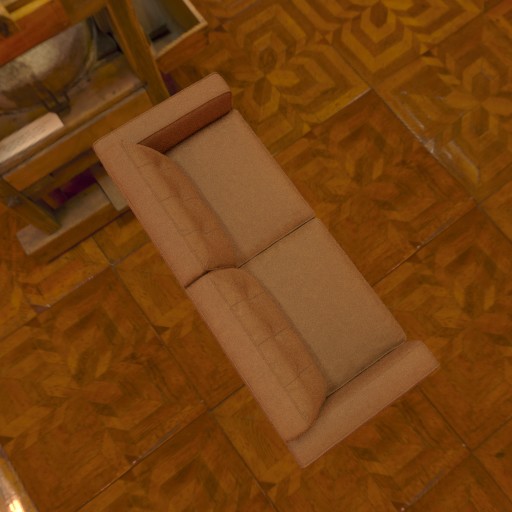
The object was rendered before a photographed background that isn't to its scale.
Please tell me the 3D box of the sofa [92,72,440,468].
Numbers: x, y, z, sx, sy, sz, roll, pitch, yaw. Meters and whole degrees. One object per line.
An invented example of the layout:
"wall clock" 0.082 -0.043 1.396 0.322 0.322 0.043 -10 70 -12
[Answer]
"sofa" 0.000 0.000 2.741 0.953 0.780 2.270 -34 78 -8
